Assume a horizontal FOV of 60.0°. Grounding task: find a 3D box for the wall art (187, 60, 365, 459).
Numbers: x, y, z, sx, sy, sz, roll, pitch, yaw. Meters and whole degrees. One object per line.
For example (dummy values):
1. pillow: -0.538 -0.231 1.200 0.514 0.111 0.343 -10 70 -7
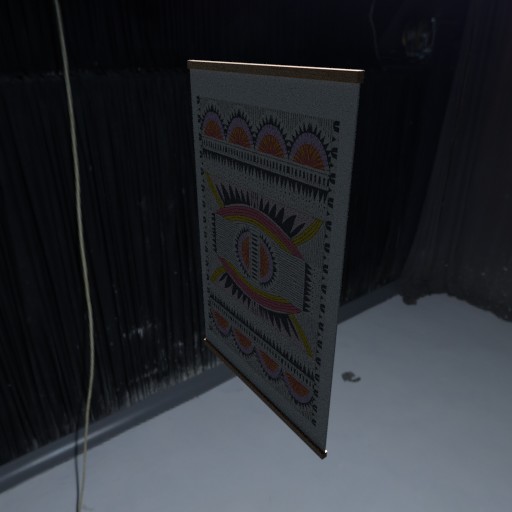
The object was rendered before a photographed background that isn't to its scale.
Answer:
1. wall art: 0.000 0.000 1.931 0.028 1.533 0.999 -17 31 -32
